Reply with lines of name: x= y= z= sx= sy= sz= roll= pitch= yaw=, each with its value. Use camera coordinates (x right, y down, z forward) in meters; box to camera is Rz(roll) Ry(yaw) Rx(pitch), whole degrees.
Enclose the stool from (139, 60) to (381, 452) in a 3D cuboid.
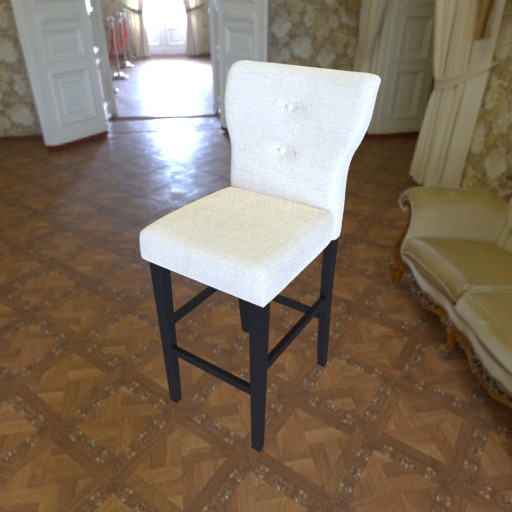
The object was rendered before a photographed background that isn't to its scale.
stool: x=0.000 y=0.000 z=1.485 sx=0.516 sy=1.124 sz=0.603 roll=19 pitch=36 yaw=28
